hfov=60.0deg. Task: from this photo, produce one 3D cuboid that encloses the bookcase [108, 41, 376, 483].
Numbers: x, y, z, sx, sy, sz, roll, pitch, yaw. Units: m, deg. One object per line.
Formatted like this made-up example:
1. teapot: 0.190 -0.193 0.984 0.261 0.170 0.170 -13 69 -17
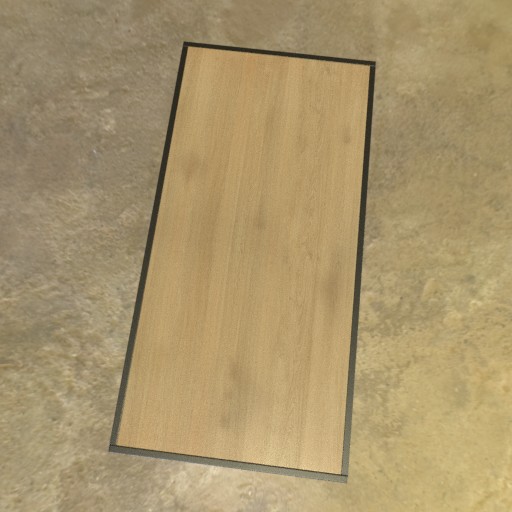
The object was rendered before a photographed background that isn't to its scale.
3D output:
1. bookcase: 0.000 0.000 1.222 0.500 0.400 1.000 7 77 2
